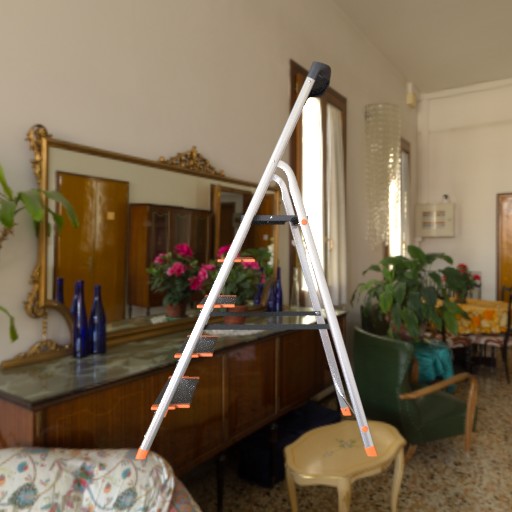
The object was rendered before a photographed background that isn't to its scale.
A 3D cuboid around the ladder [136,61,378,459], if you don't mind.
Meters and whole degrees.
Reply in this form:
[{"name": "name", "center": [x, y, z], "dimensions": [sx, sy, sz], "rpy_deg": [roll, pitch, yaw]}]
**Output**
[{"name": "ladder", "center": [0.000, 0.000, 2.040], "dimensions": [0.995, 1.646, 0.480], "rpy_deg": [0, 1, -2]}]
